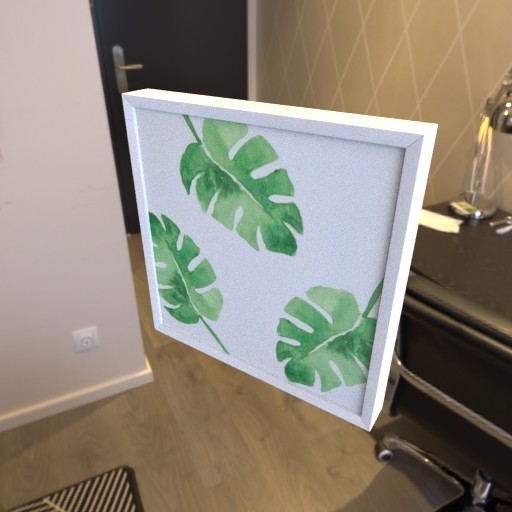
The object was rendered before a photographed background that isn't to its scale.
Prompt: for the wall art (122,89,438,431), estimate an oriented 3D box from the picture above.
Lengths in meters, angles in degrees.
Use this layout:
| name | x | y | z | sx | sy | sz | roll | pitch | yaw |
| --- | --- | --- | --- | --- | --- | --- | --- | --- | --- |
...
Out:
| name | x | y | z | sx | sy | sz | roll | pitch | yaw |
| --- | --- | --- | --- | --- | --- | --- | --- | --- | --- |
| wall art | 0.000 | 0.000 | 0.469 | 0.305 | 0.305 | 0.038 | 18 | 34 | 29 |
